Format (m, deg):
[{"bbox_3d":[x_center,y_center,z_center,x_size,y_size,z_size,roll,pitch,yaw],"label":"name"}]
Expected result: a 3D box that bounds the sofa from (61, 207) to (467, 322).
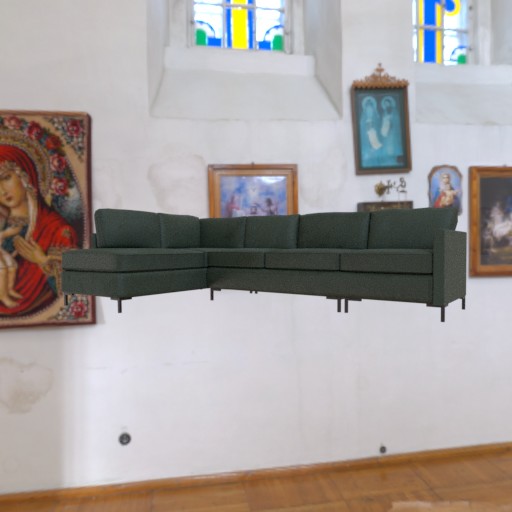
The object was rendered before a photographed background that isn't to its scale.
[{"bbox_3d":[0.000,0.000,4.293,3.384,0.996,2.048,1,2,35],"label":"sofa"}]
